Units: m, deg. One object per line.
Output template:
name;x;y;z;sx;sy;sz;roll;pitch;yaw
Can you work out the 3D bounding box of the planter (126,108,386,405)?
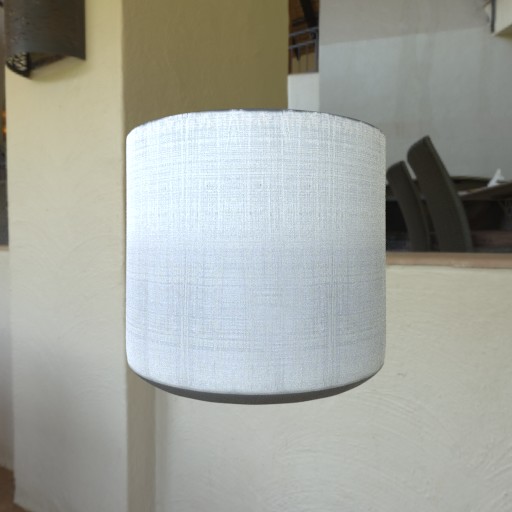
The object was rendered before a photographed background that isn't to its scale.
planter;0.000;0.000;0.399;0.226;0.201;0.226;0;2;0
